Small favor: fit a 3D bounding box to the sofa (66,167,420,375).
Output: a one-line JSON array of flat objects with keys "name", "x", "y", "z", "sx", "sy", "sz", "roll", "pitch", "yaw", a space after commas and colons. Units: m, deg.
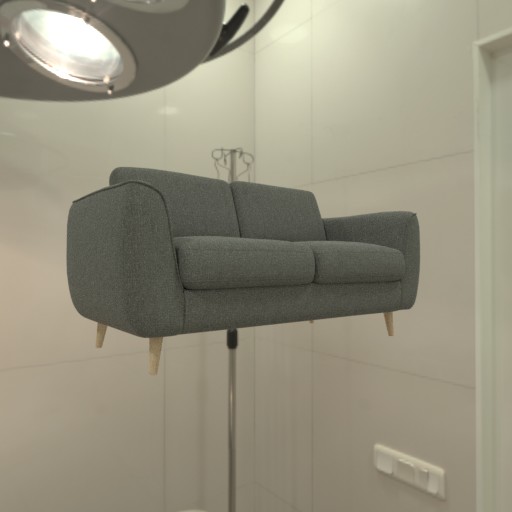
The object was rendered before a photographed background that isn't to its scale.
[{"name": "sofa", "x": 0.000, "y": 0.000, "z": 2.272, "sx": 1.700, "sy": 0.870, "sz": 0.920, "roll": 1, "pitch": -1, "yaw": -37}]
